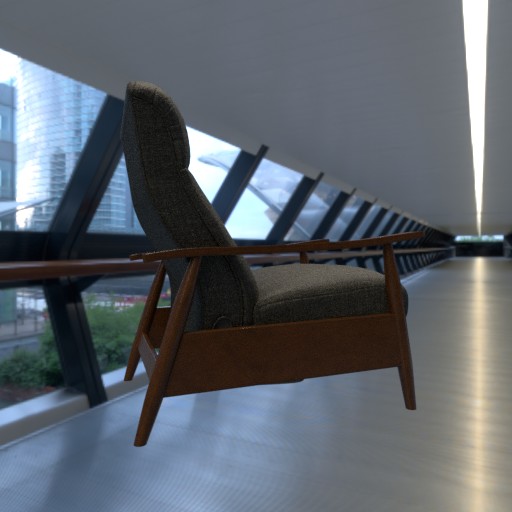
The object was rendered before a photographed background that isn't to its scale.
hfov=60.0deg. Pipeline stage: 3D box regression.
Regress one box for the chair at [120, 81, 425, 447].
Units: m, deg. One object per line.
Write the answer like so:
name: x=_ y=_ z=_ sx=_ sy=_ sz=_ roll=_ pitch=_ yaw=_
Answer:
chair: x=0.000 y=0.000 z=1.757 sx=1.014 sy=1.082 sz=0.762 roll=0 pitch=0 yaw=-19
